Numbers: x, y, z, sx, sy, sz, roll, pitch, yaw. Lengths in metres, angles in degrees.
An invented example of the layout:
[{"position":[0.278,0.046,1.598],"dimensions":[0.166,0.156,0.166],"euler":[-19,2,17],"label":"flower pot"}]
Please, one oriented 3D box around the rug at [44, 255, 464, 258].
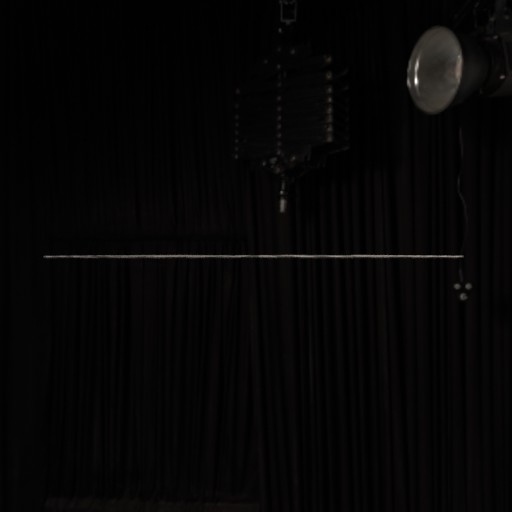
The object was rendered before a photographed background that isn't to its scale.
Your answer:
[{"position":[0.000,0.000,4.062],"dimensions":[2.432,0.013,3.021],"euler":[0,0,1],"label":"rug"}]
